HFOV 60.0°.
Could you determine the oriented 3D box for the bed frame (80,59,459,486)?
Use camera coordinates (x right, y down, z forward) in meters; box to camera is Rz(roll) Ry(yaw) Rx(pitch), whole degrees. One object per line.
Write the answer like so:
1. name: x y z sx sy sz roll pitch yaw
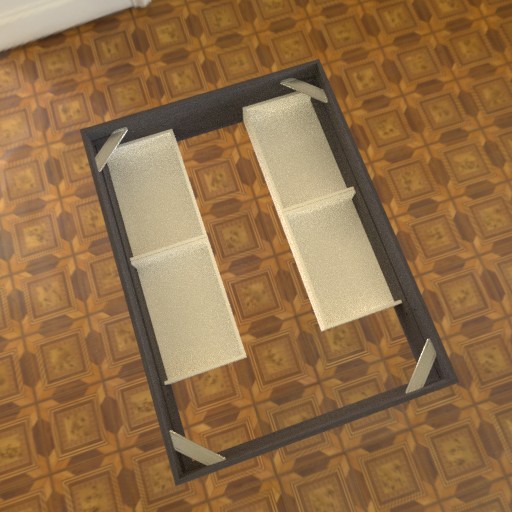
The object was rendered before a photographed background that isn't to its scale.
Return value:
1. bed frame: 0.000 0.000 2.532 1.448 0.459 1.944 -18 77 -4
